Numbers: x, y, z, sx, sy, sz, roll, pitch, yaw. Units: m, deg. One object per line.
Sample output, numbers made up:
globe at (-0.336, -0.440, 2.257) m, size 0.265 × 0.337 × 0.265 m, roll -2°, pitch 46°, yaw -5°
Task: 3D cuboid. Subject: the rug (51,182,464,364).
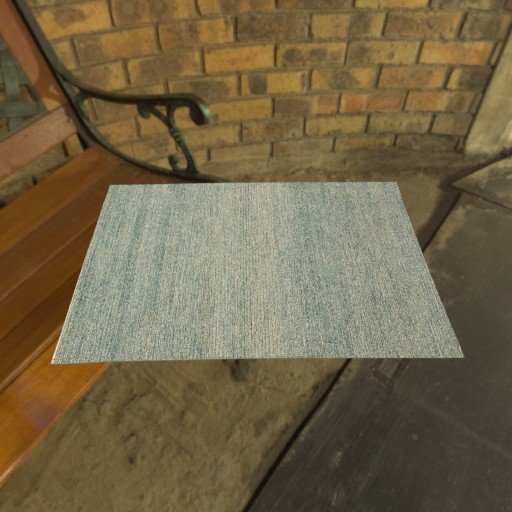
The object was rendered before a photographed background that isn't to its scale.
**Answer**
rug at (0.000, 0.000, 5.304) m, size 4.078 × 0.052 × 2.802 m, roll -1°, pitch 47°, yaw -1°
